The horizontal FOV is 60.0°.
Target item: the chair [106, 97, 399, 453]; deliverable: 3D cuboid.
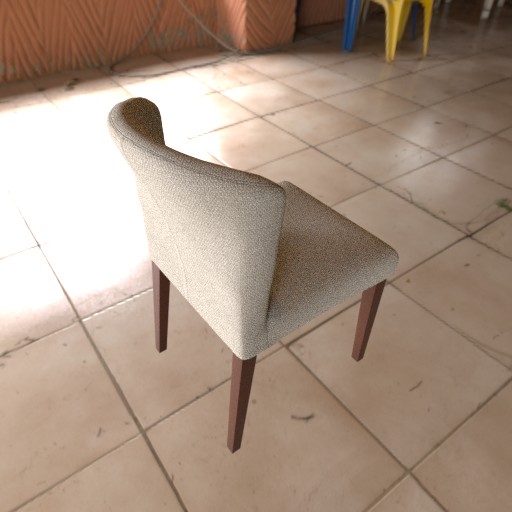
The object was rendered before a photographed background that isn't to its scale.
[{"bbox_3d":[0.000,0.000,1.161,0.589,0.839,0.491,-26,47,-27],"label":"chair"}]
